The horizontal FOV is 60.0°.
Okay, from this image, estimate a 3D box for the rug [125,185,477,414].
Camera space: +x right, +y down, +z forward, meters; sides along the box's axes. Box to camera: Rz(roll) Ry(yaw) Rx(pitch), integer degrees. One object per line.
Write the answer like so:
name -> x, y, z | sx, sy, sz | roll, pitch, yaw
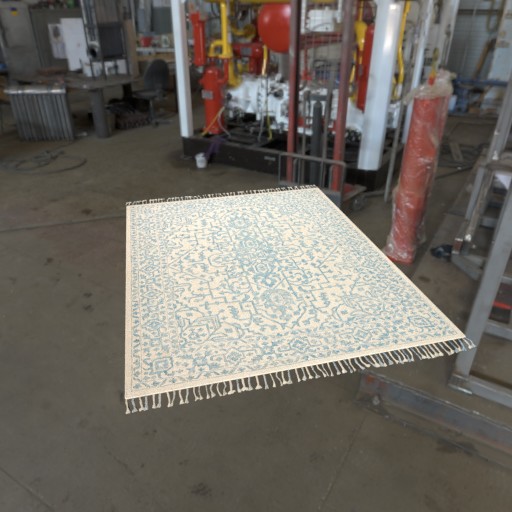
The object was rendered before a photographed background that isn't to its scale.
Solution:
rug -> 0.000, 0.000, 4.292 | 2.464, 0.010, 3.327 | -7, 31, -12
